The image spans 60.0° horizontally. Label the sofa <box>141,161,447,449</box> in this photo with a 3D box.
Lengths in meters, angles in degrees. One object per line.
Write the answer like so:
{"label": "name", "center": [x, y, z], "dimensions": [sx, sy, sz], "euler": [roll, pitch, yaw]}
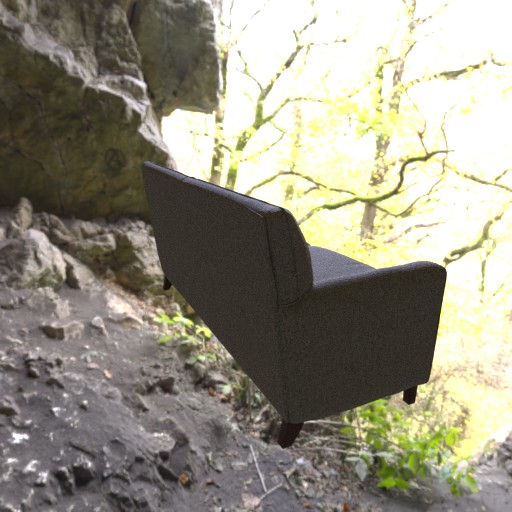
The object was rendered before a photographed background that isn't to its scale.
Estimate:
{"label": "sofa", "center": [0.000, 0.000, 2.518], "dimensions": [0.854, 0.942, 2.026], "euler": [-8, 18, -24]}
